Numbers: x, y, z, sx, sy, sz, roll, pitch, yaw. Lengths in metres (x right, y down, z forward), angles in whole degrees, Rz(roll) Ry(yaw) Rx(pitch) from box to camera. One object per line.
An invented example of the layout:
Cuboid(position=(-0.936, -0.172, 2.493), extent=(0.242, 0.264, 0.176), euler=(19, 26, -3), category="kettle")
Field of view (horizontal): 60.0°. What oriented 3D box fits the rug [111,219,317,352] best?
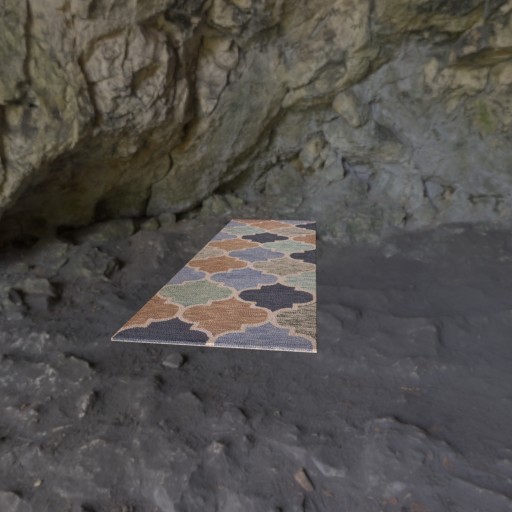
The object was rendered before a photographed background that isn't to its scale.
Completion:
Cuboid(position=(0.000, 0.000, 2.538), extent=(0.687, 0.011, 2.287), euler=(2, 15, 7), category="rug")
